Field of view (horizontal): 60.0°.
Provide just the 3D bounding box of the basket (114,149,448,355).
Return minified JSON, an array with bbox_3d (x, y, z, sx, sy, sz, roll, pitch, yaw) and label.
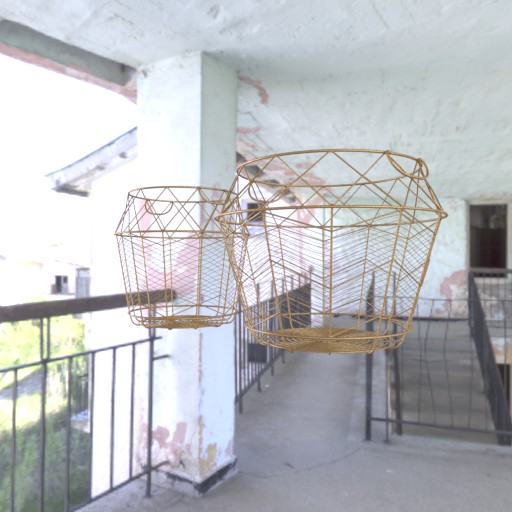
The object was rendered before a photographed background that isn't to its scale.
[{"bbox_3d":[0.000,0.000,0.999,0.805,0.343,0.451,0,0,37],"label":"basket"}]
